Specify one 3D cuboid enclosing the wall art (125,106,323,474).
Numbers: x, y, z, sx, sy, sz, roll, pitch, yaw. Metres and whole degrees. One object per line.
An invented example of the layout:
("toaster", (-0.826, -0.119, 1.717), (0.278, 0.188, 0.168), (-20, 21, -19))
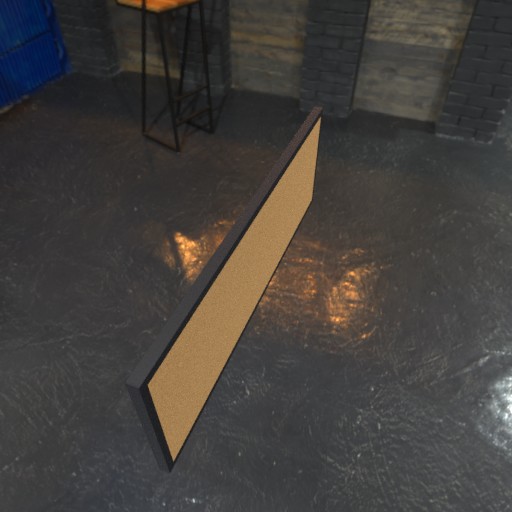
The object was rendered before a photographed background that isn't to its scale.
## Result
("wall art", (0.000, 0.000, 1.778), (0.041, 0.554, 1.572), (16, 47, 16))
